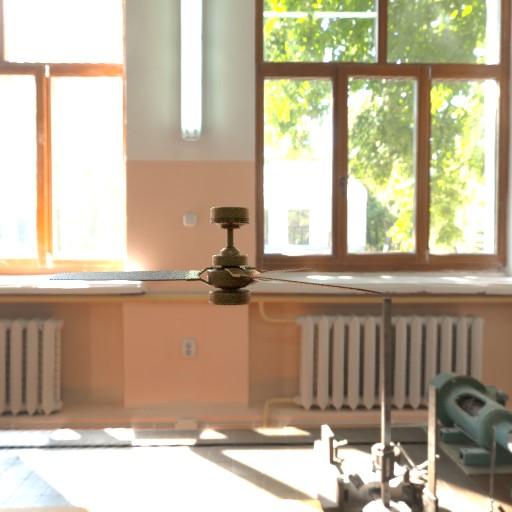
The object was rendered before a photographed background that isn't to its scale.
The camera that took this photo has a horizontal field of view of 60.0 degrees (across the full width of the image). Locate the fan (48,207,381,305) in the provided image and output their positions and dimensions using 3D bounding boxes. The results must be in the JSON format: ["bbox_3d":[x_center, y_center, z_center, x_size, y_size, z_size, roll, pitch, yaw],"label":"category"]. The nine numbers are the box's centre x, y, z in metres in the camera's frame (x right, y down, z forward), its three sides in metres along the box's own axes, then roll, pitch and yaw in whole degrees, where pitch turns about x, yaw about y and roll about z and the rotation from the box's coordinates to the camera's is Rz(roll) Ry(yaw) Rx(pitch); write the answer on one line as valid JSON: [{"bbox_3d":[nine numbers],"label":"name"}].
[{"bbox_3d":[0.000,0.000,2.069,1.416,0.425,1.271,1,2,34],"label":"fan"}]
